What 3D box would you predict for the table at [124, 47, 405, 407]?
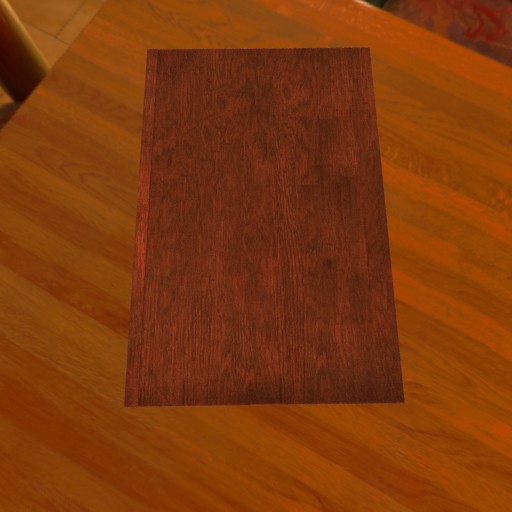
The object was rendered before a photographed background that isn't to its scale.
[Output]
[{"bbox_3d":[0.000,0.000,1.256,0.542,0.746,0.767,-1,74,0],"label":"table"}]
